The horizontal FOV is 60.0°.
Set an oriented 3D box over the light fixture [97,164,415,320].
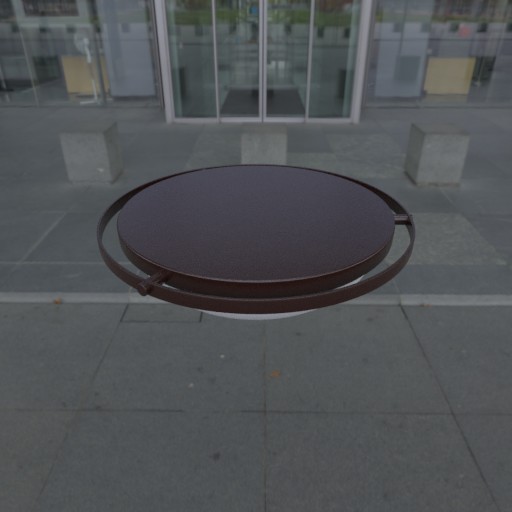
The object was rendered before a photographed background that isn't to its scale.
[{"bbox_3d":[0.000,0.000,0.555,0.361,0.130,0.361,0,30,0],"label":"light fixture"}]
